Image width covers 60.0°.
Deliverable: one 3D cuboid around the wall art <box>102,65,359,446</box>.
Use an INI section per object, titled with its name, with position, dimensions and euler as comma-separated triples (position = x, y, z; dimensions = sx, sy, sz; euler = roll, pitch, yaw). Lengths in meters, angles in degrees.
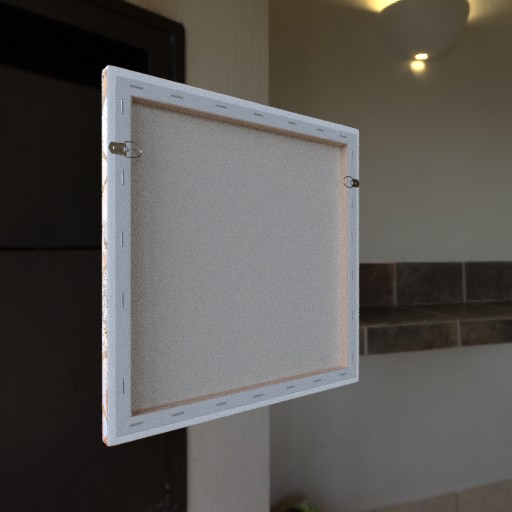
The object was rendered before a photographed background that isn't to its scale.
[wall art]
position = 0.000, 0.000, 1.342
dimensions = 0.912, 0.914, 0.039
euler = 0, 0, -37
